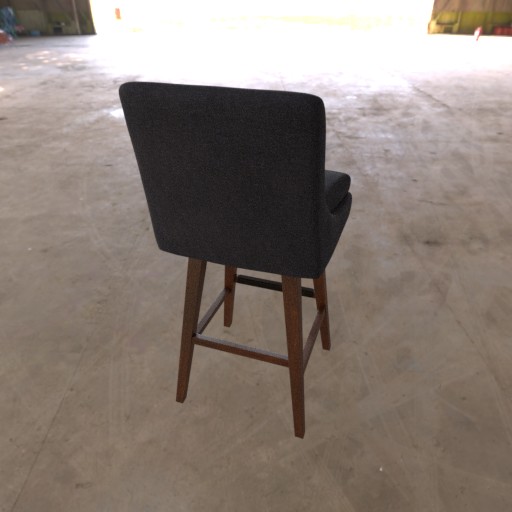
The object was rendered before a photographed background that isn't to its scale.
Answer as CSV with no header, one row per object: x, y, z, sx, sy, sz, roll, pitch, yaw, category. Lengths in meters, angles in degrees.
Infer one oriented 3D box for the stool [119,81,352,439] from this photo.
0.000,0.000,1.355,0.489,1.068,0.572,10,32,16,stool
